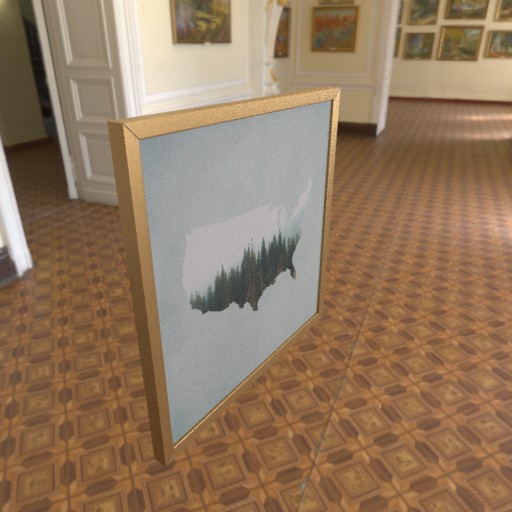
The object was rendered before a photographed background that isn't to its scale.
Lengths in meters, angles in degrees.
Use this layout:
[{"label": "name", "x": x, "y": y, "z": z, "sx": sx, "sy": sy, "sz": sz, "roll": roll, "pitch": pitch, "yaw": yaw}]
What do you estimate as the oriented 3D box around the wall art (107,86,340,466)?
[{"label": "wall art", "x": 0.000, "y": 0.000, "z": 1.138, "sx": 0.038, "sy": 0.762, "sz": 0.762, "roll": 17, "pitch": 31, "yaw": 32}]
